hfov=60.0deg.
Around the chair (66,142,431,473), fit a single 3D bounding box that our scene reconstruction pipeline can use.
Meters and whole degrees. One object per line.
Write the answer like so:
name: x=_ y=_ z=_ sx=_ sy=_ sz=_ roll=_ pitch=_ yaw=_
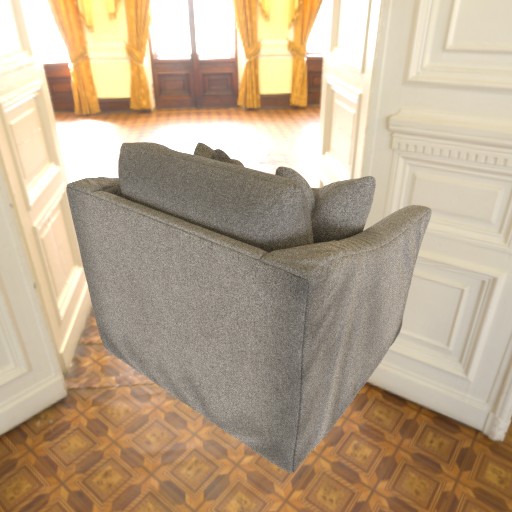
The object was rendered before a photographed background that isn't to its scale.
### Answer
chair: x=0.000 y=0.000 z=2.025 sx=1.194 sy=1.059 sz=1.071 roll=21 pitch=36 yaw=32
